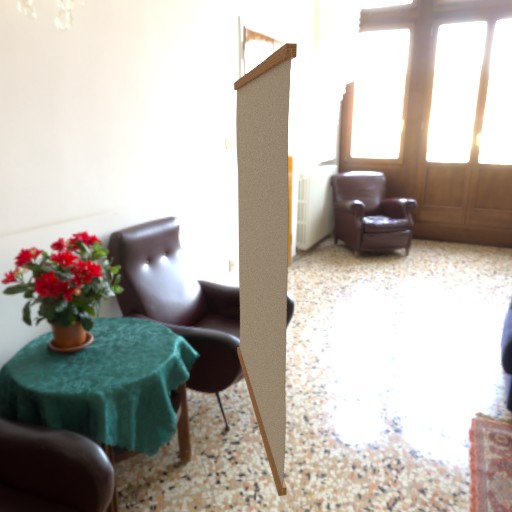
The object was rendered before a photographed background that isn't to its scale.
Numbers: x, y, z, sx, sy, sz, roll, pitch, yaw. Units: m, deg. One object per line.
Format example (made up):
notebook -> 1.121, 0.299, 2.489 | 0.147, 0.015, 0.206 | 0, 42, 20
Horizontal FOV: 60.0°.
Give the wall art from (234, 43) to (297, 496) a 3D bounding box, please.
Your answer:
wall art -> 0.000, 0.000, 1.299 | 0.020, 1.016, 0.739 | -3, 16, -10
